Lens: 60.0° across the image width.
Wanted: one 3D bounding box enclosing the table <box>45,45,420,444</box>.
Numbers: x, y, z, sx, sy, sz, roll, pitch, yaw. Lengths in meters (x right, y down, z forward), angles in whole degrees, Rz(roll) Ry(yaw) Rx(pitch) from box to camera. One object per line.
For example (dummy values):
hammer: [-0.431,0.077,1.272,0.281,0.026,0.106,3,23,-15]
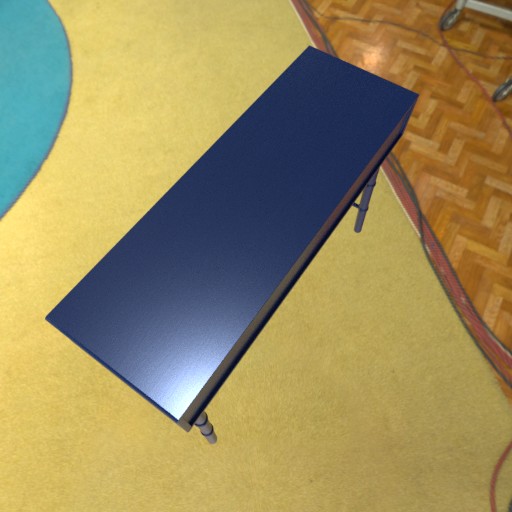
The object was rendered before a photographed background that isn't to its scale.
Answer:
table: [0.000,0.000,1.474,0.399,0.749,1.118,32,67,16]
